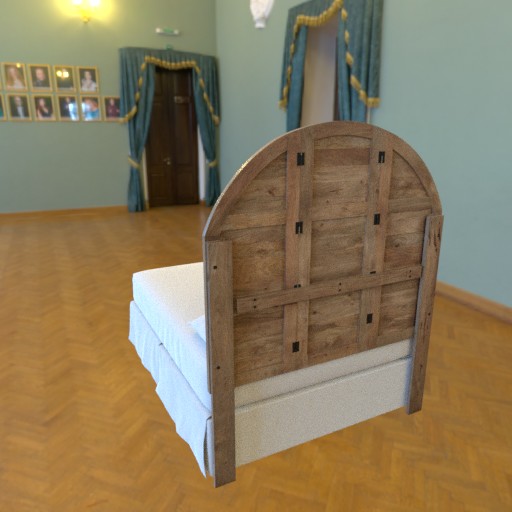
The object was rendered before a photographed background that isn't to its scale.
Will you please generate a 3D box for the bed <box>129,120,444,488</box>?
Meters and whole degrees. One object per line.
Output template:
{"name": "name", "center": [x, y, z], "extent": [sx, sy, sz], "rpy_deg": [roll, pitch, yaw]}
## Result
{"name": "bed", "center": [0.000, 0.000, 3.489], "extent": [1.713, 2.002, 2.112], "rpy_deg": [-8, 18, -26]}
